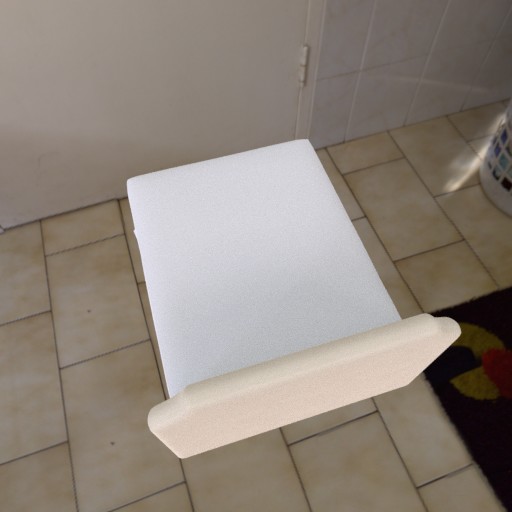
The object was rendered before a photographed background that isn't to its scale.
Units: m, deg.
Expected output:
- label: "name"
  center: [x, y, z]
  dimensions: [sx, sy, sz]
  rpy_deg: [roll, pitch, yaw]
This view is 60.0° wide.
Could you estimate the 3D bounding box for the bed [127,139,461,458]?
- label: "bed"
  center: [0.000, 0.000, 3.301]
  dimensions: [1.827, 1.296, 2.209]
  rpy_deg: [-15, 60, -9]
